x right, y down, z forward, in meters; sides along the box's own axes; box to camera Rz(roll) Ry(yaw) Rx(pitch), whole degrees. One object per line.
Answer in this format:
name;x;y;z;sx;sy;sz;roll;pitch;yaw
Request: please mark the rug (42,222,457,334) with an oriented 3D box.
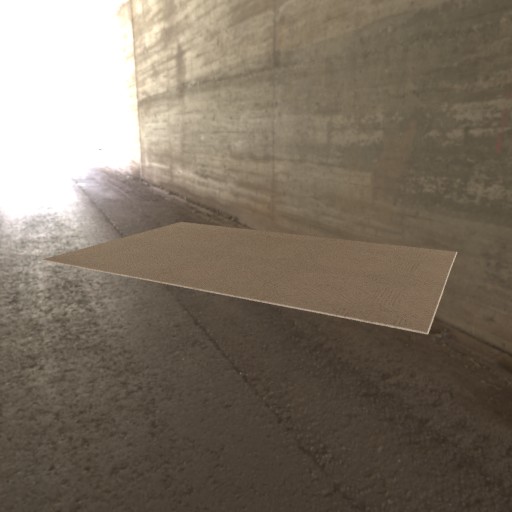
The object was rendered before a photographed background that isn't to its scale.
rug;0.000;0.000;3.058;2.440;0.008;1.524;8;17;27
